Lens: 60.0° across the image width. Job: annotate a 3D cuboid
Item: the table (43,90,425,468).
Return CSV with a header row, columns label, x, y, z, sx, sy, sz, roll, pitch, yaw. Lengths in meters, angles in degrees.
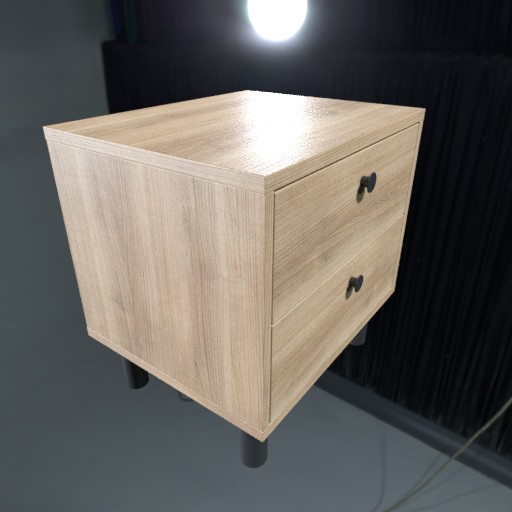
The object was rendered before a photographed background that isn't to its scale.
label,x,y,z,sx,sy,sz,roll,pitch,yaw
table,0.000,0.000,0.757,0.380,0.460,0.445,19,33,32
